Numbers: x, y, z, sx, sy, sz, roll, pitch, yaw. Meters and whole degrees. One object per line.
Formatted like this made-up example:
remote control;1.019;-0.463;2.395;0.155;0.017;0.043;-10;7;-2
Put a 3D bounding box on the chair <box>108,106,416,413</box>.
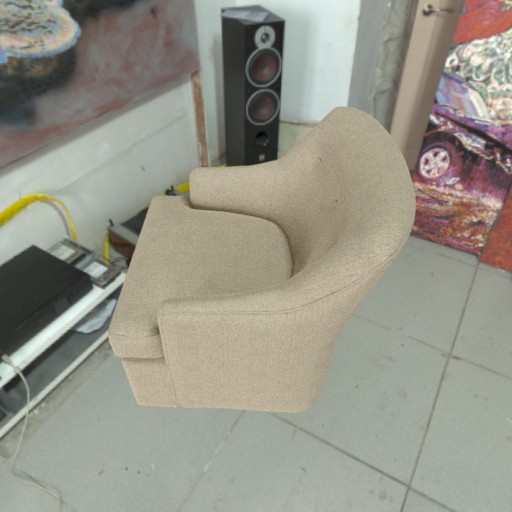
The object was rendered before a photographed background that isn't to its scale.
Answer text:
chair;0.000;0.000;1.624;0.923;0.856;0.864;1;42;1
